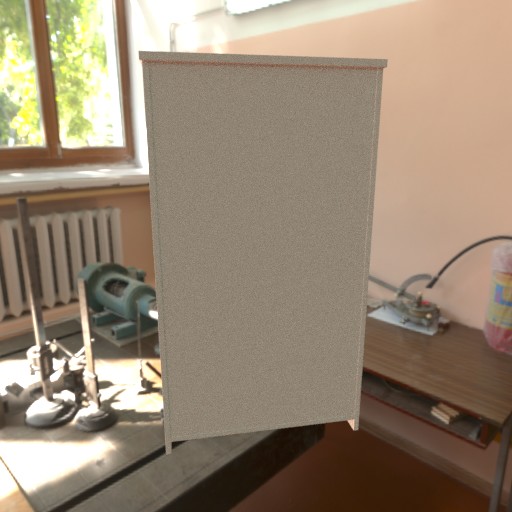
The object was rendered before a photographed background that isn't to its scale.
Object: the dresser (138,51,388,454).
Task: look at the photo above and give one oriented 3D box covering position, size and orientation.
[{"bbox_3d":[0.000,0.000,1.577,0.704,1.255,0.399,-3,15,-10],"label":"dresser"}]
